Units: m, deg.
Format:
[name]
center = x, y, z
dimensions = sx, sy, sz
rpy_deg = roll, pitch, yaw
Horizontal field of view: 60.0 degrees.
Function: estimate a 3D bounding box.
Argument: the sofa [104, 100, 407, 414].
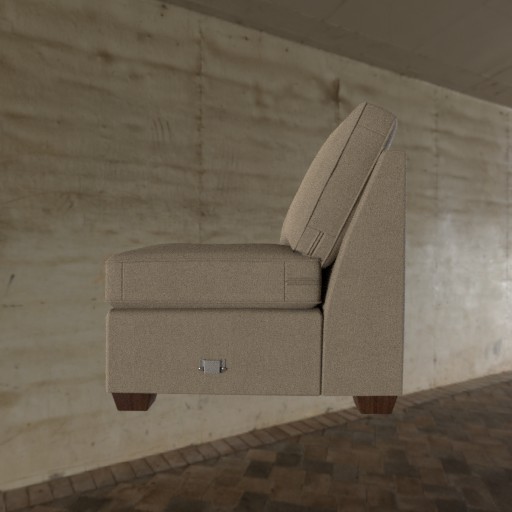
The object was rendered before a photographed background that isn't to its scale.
[sofa]
center = 0.000, 0.000, 2.004
dimensions = 0.978, 1.006, 1.232
rpy_deg = 0, 0, 1
